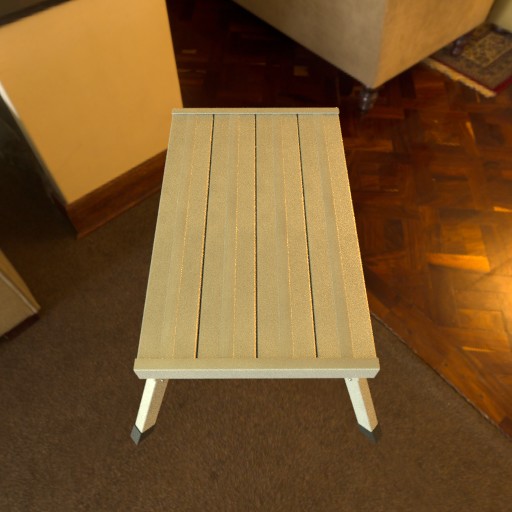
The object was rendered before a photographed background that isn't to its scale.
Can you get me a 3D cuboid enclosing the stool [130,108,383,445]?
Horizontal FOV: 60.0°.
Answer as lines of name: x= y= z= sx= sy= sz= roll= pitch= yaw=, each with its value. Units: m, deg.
stool: x=0.000 y=0.000 z=0.722 sx=0.385 sy=0.225 sz=0.535 roll=0 pitch=57 yaw=0
